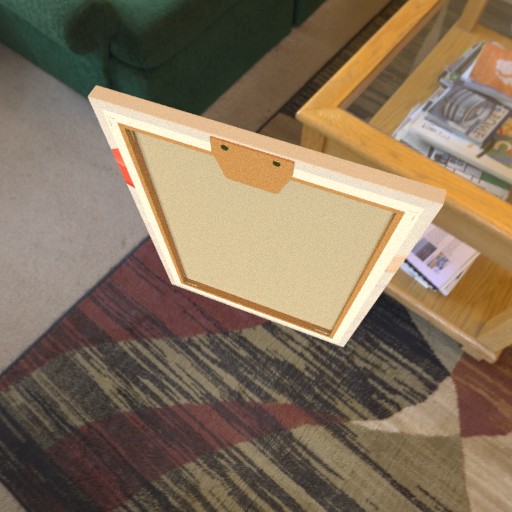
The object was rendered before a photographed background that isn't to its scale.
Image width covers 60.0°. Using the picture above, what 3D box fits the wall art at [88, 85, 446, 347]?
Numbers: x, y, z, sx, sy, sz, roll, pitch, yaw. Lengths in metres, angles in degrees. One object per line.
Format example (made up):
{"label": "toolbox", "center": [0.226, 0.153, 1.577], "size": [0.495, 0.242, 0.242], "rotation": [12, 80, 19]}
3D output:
{"label": "wall art", "center": [0.000, 0.000, 1.099], "size": [0.613, 0.848, 0.036], "rotation": [19, 66, 9]}
